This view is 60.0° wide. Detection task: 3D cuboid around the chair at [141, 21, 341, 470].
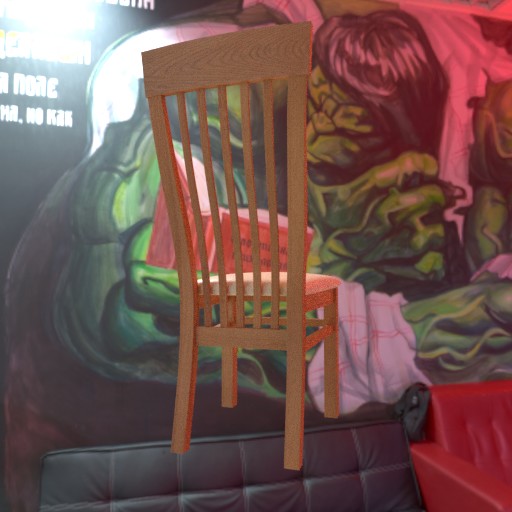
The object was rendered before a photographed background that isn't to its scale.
[{"bbox_3d":[0.000,0.000,1.323,0.450,1.050,0.580,-1,-3,18],"label":"chair"}]
